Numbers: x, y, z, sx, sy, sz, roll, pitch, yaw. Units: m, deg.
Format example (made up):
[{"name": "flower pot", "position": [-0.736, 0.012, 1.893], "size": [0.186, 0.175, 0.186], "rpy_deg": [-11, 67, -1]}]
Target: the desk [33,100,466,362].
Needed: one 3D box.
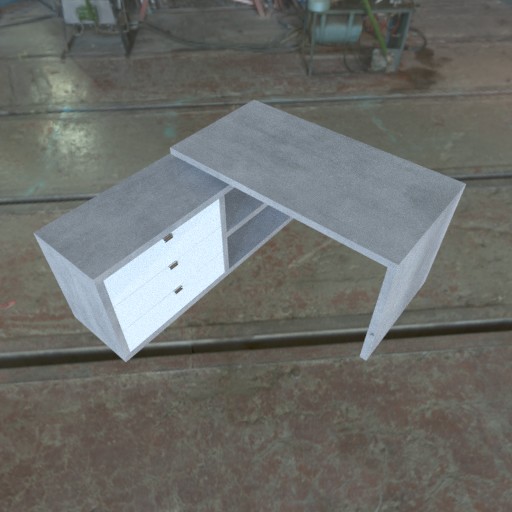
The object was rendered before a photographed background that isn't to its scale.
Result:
[{"name": "desk", "position": [0.000, 0.000, 2.322], "size": [1.400, 0.740, 1.500], "rpy_deg": [31, 53, 26]}]
